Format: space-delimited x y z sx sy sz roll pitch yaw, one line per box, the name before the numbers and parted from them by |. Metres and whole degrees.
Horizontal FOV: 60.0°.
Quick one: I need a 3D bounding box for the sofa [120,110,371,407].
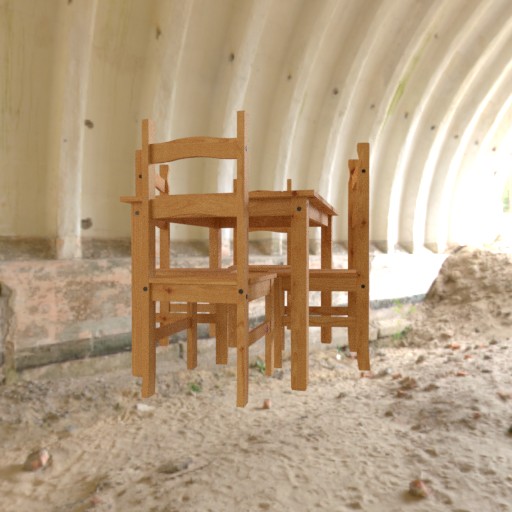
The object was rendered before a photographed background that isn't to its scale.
sofa | 0.000 0.000 2.266 1.144 1.000 1.529 0 1 16
